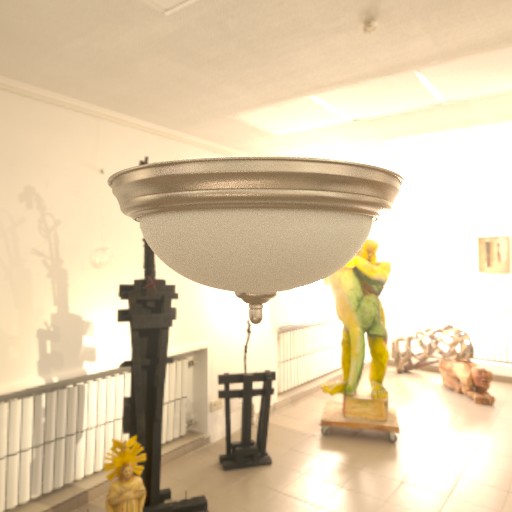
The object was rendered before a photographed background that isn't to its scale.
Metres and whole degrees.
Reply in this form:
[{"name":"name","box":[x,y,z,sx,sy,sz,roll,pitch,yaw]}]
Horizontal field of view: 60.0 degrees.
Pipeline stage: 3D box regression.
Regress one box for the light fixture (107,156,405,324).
[{"name":"light fixture","box":[0.000,0.000,0.439,0.280,0.135,0.280,0,0,0]}]
